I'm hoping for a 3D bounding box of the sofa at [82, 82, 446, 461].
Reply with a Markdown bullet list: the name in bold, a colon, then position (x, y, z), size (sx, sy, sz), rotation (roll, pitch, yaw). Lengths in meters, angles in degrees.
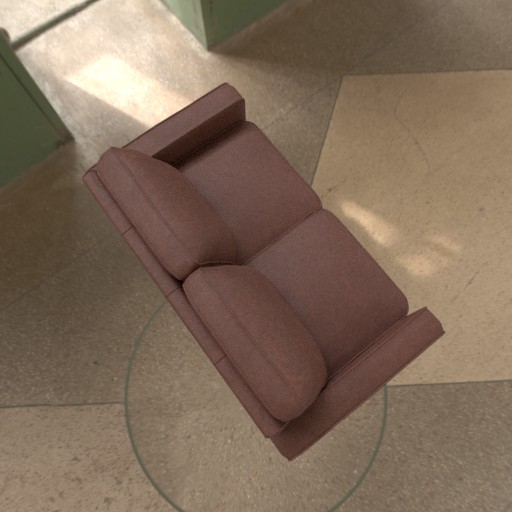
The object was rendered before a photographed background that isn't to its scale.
- **sofa**: position (0.000, 0.000, 2.261), size (0.947, 0.918, 1.709), rotation (-36, 77, -10)
